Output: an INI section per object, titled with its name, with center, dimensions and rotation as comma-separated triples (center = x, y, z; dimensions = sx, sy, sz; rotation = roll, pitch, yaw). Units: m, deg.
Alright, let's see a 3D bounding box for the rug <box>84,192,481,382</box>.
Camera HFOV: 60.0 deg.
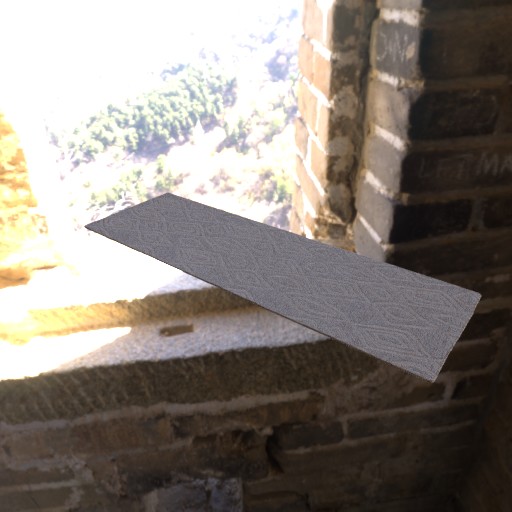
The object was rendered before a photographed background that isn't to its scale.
[rug]
center = 0.000, 0.000, 2.726
dimensions = 2.436, 0.013, 0.807
rotation = 21, 36, 32
